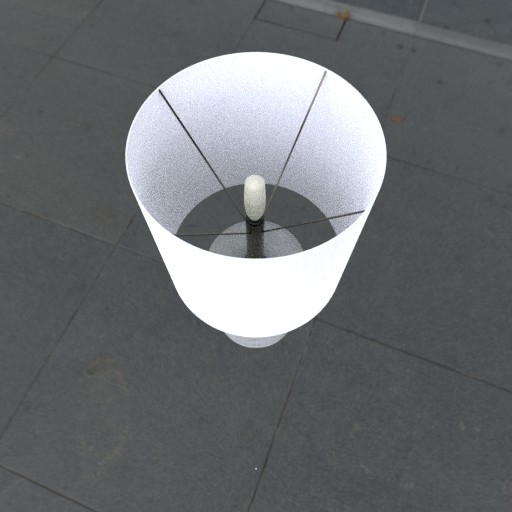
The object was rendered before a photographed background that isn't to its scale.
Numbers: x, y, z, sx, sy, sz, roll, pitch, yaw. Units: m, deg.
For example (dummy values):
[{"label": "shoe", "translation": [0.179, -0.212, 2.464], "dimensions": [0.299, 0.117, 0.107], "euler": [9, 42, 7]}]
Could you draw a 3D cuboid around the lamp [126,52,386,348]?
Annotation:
[{"label": "lamp", "translation": [0.000, 0.000, 0.540], "dimensions": [0.206, 0.416, 0.206], "euler": [34, 69, 15]}]
